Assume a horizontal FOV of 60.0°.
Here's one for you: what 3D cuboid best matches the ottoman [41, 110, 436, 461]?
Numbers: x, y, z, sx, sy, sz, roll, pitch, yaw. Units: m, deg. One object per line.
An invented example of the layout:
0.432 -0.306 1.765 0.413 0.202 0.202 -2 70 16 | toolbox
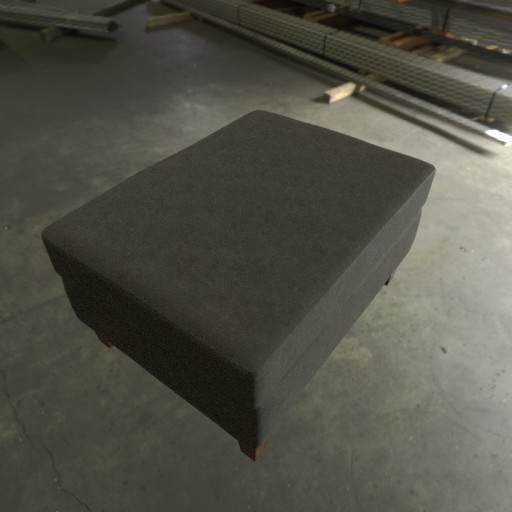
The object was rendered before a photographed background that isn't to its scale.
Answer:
0.000 0.000 1.238 0.639 0.464 0.839 27 49 27 | ottoman
